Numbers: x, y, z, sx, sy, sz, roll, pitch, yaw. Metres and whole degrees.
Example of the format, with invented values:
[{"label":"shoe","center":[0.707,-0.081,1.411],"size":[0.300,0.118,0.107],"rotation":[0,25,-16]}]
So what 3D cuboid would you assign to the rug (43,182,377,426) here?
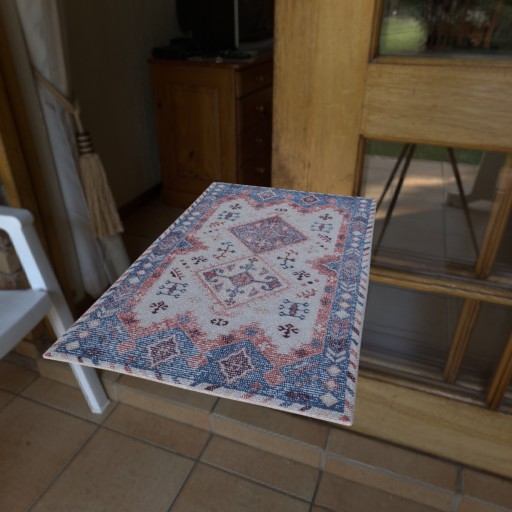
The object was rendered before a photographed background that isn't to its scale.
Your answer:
[{"label":"rug","center":[0.000,0.000,3.036],"size":[1.521,0.023,2.464],"rotation":[8,31,13]}]
